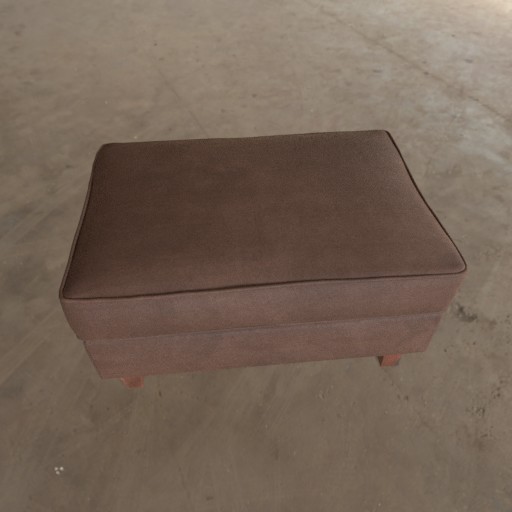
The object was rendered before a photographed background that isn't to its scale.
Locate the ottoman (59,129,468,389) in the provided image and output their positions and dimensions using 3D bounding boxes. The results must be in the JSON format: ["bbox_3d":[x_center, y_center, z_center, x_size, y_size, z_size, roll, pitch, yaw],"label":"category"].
[{"bbox_3d":[0.000,0.000,1.221,0.860,0.481,0.596,-4,46,-4],"label":"ottoman"}]
